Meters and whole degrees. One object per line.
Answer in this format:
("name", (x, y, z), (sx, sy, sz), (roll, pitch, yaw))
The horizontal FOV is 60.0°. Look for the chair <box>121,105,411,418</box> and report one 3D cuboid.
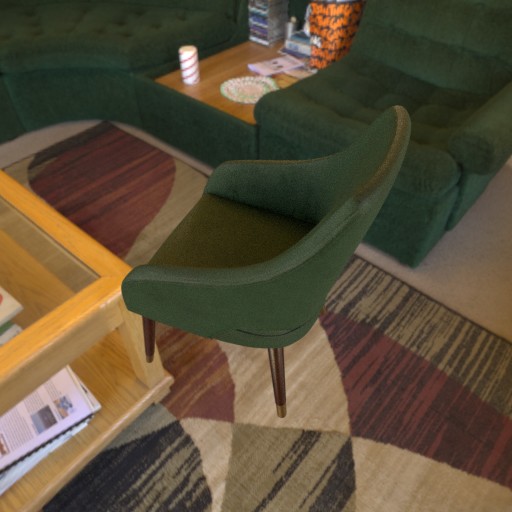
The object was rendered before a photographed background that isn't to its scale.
("chair", (0.000, 0.000, 1.567), (0.794, 1.081, 0.683), (17, 48, 16))
